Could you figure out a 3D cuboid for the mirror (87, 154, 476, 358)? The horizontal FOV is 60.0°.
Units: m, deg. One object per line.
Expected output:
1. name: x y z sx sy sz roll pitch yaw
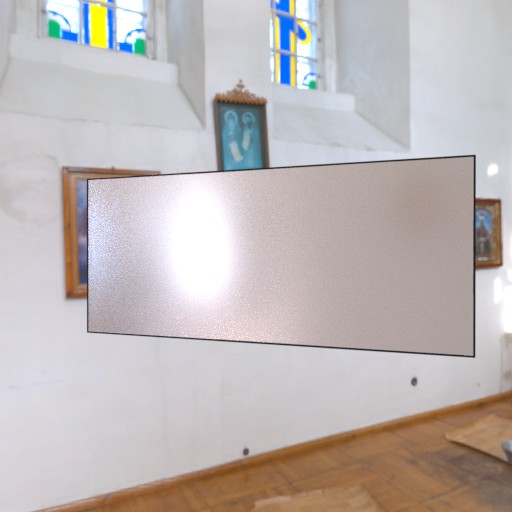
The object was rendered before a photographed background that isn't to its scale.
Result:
1. mirror: 0.000 0.000 1.771 1.584 0.692 0.047 0 0 18
